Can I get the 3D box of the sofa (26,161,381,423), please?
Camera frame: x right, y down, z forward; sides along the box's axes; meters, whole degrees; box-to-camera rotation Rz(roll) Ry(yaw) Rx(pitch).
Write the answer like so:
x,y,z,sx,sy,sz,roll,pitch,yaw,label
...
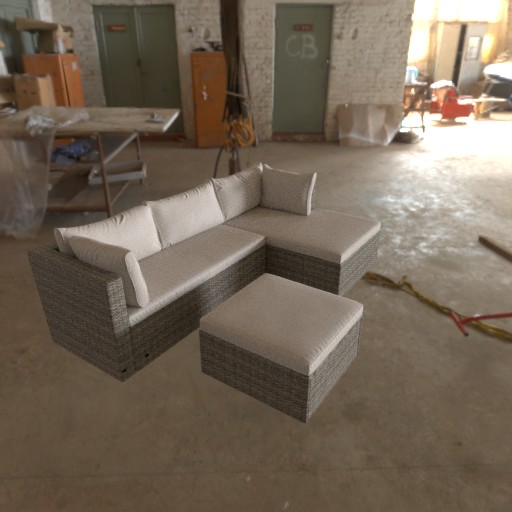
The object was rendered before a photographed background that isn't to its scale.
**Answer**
x,y,z,sx,sy,sz,roll,pitch,yaw,label
0.000,0.000,3.001,1.662,0.766,2.192,17,30,31,sofa
